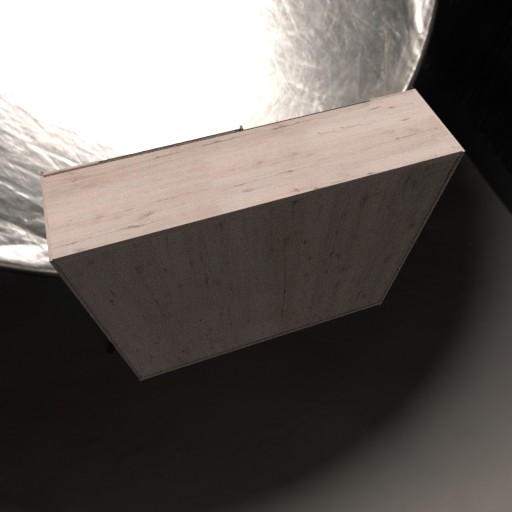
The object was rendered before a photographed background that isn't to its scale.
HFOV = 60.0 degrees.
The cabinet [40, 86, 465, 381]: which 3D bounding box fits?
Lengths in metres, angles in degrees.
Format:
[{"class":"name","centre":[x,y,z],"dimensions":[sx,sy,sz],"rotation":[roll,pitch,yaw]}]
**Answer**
[{"class":"cabinet","centre":[0.000,0.000,3.614],"dimensions":[2.500,2.180,0.660],"rotation":[-16,60,-10]}]
